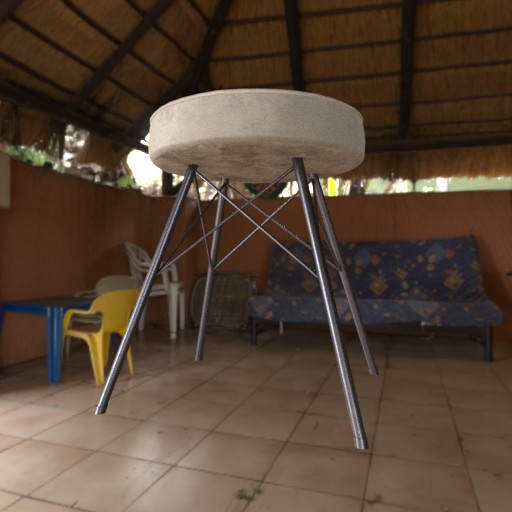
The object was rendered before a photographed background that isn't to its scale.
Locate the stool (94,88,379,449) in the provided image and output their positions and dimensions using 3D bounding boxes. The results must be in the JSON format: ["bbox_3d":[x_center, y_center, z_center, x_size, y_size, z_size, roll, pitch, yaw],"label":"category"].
[{"bbox_3d":[0.000,0.000,0.877,0.457,0.538,0.423,0,0,18],"label":"stool"}]
